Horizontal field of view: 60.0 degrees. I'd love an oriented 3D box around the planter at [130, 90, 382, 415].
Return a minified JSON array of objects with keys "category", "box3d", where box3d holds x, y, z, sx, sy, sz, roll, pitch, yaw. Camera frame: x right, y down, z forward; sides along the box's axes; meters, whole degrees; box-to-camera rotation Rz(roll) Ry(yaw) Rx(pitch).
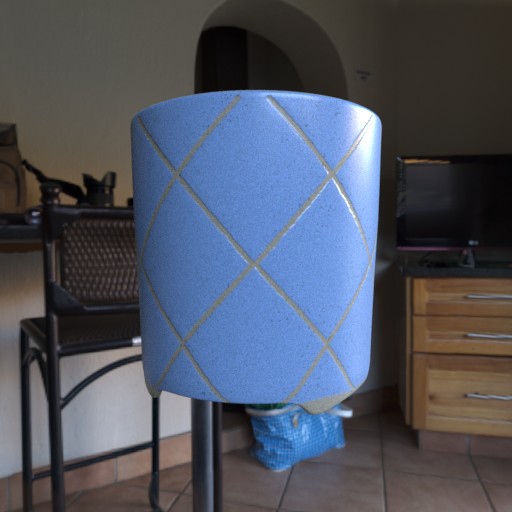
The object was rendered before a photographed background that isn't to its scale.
[{"category":"planter","box3d":[0.000,0.000,0.420,0.227,0.235,0.227,0,1,0]}]
